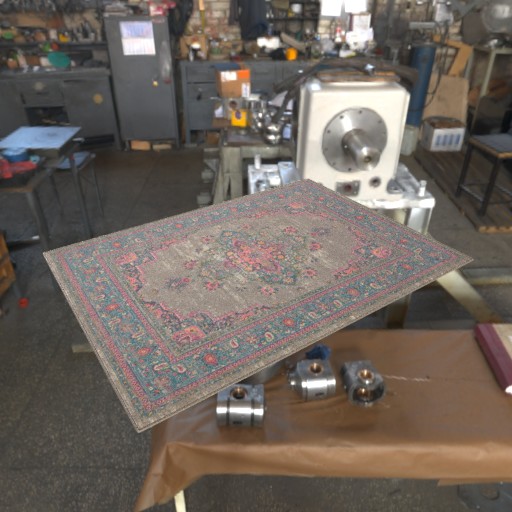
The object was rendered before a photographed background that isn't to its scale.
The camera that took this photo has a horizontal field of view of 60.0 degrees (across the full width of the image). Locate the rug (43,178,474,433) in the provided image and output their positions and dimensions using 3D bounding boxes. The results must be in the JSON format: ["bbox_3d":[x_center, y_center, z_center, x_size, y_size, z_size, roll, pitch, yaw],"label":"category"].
[{"bbox_3d":[0.000,0.000,2.805,2.214,0.013,1.609,-20,37,-29],"label":"rug"}]
